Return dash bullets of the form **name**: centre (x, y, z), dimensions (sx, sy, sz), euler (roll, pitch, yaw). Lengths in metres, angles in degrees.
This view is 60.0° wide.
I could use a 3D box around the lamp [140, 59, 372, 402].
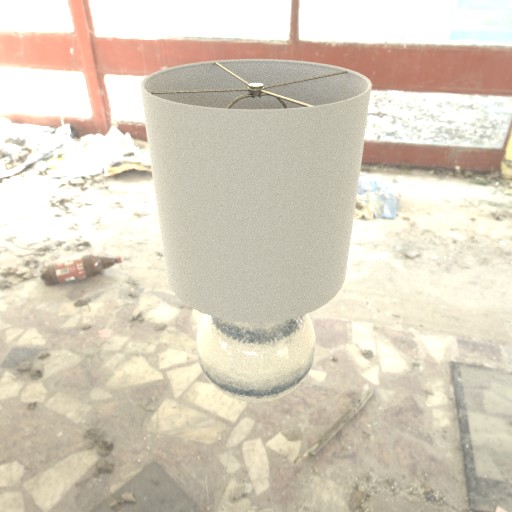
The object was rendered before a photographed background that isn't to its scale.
- **lamp**: centre (0.000, 0.000, 0.534), dimensions (0.216, 0.404, 0.216), euler (20, 38, 28)
